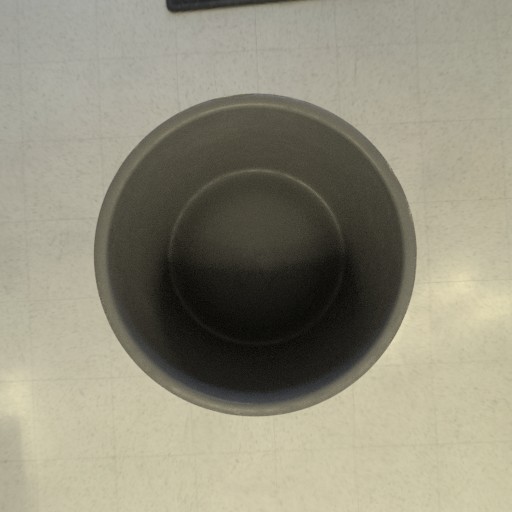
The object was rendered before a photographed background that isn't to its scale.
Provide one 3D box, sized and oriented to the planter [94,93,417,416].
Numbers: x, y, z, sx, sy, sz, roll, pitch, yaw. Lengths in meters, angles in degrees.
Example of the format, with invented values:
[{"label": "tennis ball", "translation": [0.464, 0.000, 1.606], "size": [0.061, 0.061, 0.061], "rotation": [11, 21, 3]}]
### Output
[{"label": "planter", "translation": [0.000, 0.000, 0.401], "size": [0.226, 0.201, 0.226], "rotation": [0, 89, 0]}]
